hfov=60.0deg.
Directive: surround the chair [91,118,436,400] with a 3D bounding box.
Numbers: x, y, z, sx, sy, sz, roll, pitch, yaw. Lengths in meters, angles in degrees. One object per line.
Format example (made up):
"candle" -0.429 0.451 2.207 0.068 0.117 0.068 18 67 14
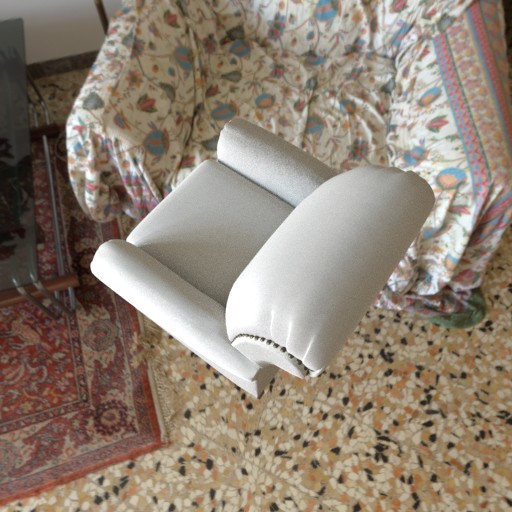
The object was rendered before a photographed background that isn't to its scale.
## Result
"chair" 0.000 0.000 1.650 0.890 0.927 0.854 33 67 16
